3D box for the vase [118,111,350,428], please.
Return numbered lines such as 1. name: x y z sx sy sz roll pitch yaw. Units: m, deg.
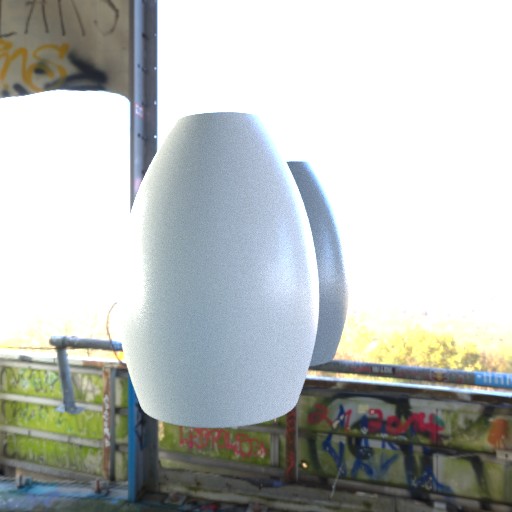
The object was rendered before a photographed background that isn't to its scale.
1. vase: 0.000 0.000 0.248 0.089 0.131 0.187 0 0 20
